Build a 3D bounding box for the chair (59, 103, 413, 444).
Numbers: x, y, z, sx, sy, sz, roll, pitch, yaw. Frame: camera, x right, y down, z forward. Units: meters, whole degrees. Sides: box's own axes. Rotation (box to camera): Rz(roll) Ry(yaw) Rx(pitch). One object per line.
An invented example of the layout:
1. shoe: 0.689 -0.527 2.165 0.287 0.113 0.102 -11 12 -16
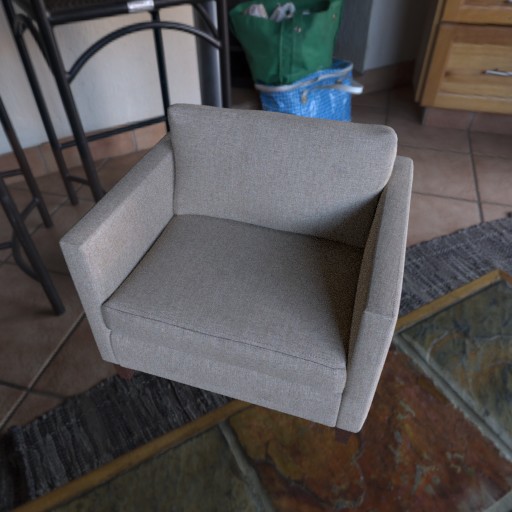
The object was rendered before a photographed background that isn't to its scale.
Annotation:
1. chair: 0.000 0.000 1.820 1.107 0.987 0.959 12 43 13
